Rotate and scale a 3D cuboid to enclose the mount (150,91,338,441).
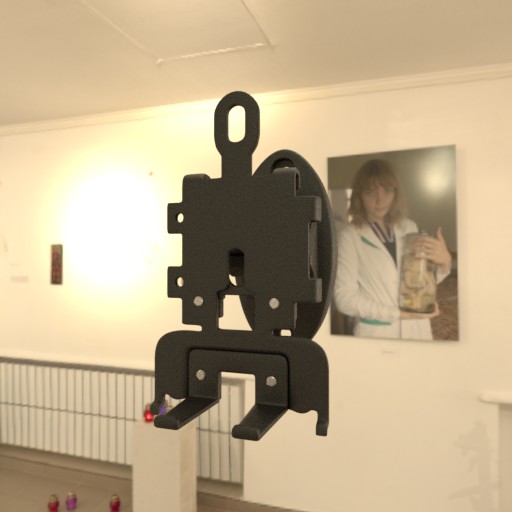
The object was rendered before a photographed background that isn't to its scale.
[{"bbox_3d":[0.000,0.000,0.180,0.066,0.118,0.100,0,0,18],"label":"mount"}]
